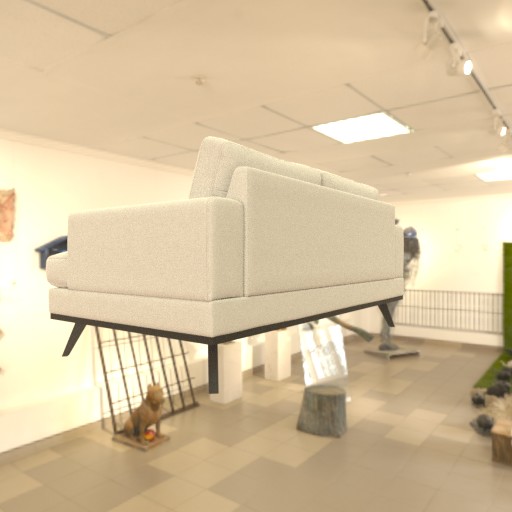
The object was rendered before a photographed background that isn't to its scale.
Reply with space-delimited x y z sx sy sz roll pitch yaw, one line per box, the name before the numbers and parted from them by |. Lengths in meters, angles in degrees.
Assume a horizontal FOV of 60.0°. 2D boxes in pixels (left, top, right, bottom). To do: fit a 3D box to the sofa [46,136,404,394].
sofa | 0.000 0.000 2.169 0.920 0.810 1.650 0 0 37
